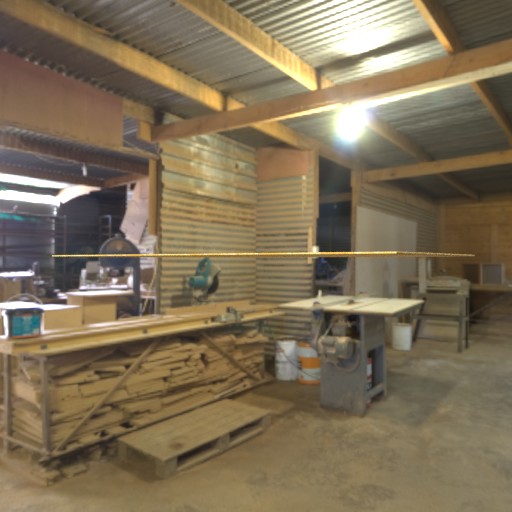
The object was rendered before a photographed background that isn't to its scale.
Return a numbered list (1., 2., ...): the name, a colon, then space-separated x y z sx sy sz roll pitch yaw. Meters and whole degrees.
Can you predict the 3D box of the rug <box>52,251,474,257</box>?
1. rug: 0.000 0.000 2.986 2.424 0.010 1.511 0 -1 36
